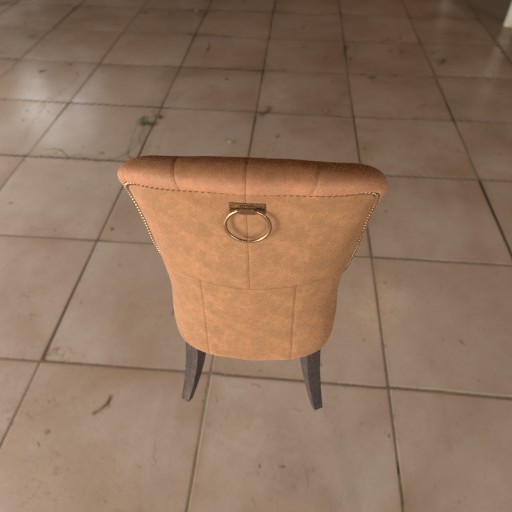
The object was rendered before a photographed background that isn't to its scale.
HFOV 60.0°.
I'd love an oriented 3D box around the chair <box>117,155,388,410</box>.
[{"bbox_3d":[0.000,0.000,1.474,0.634,1.091,0.629,3,47,3],"label":"chair"}]
